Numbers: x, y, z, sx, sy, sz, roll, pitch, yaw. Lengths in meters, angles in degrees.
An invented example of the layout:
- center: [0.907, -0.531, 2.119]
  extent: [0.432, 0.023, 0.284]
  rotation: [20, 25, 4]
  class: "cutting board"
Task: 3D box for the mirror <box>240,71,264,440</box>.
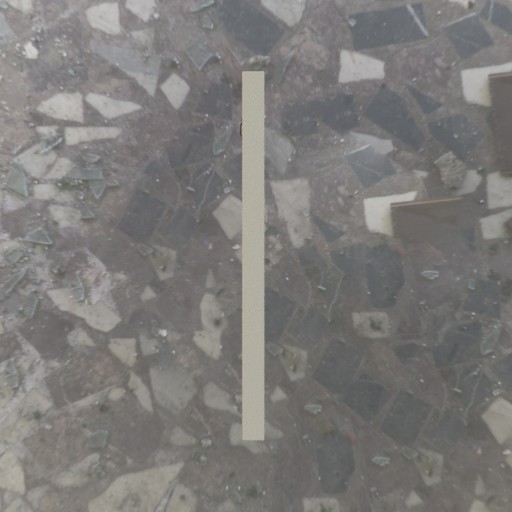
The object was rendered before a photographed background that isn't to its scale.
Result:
- center: [0.000, 0.000, 1.189]
  extent: [0.041, 0.914, 0.609]
  rotation: [0, 90, 1]
  class: "mirror"
